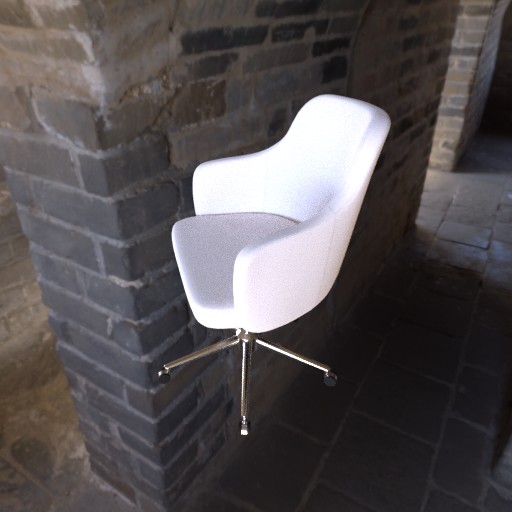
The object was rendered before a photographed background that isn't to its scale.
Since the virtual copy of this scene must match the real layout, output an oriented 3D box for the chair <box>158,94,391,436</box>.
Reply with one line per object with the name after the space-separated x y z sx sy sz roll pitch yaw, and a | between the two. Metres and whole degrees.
0.000 0.000 1.284 0.647 0.819 0.602 -8 32 -14 | chair
